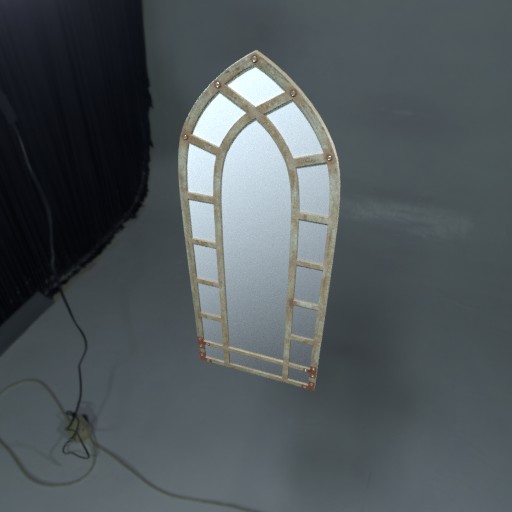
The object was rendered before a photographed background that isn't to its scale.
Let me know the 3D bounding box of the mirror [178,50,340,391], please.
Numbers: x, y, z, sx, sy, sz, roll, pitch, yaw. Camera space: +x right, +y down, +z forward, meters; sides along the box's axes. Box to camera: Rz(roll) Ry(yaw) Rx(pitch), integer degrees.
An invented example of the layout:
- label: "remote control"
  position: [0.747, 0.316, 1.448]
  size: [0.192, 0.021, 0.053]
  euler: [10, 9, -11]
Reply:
- label: "mirror"
  position: [0.000, 0.000, 1.353]
  size: [0.464, 1.175, 0.025]
  euler: [12, 41, 14]
